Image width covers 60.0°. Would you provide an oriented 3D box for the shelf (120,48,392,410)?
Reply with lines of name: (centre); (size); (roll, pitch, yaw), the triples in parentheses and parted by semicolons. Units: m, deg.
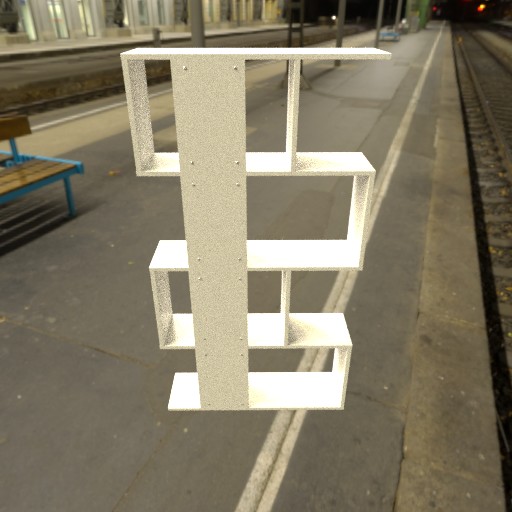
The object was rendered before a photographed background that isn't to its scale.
shelf: (0.000, 0.000, 1.959); (0.890, 1.650, 0.250); (0, 29, 0)
